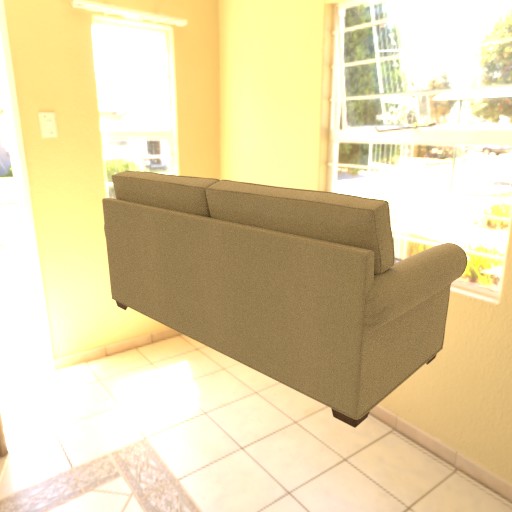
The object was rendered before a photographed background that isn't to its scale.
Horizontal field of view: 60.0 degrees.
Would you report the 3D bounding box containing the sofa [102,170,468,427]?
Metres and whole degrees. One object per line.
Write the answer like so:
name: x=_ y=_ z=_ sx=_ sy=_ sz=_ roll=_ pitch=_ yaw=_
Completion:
sofa: x=0.000 y=0.000 z=2.677 sx=2.146 sy=0.962 sz=0.901 roll=15 pitch=21 yaw=42
